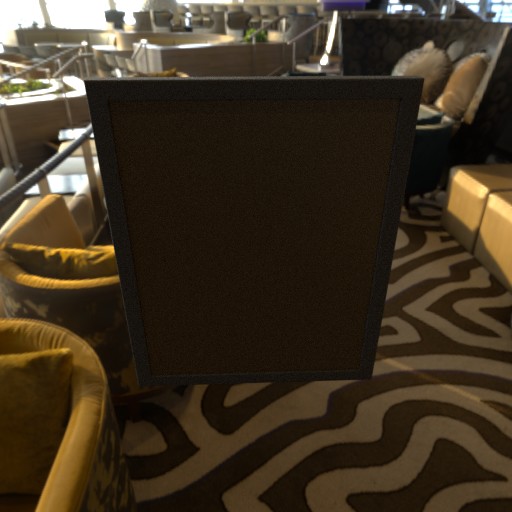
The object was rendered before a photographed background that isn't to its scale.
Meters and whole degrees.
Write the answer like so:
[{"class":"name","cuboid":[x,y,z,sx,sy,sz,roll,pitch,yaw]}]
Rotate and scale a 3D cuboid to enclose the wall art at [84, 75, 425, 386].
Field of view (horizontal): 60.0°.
[{"class":"wall art","cuboid":[0.000,0.000,0.741,0.457,0.558,0.028,-1,30,-2]}]
